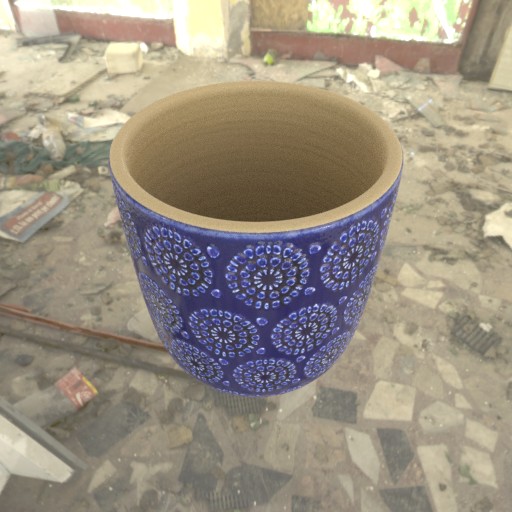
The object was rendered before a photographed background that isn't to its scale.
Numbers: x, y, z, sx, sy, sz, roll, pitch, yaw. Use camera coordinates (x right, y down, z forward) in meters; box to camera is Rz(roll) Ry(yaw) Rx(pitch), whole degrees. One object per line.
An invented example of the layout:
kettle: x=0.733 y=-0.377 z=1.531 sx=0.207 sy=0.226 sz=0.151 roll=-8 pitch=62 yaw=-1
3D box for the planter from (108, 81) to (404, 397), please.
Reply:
planter: x=0.000 y=0.000 z=0.349 sx=0.184 sy=0.206 sz=0.184 roll=0 pitch=44 yaw=0
